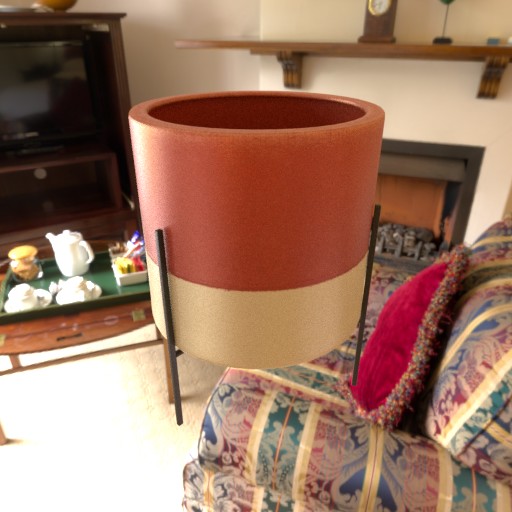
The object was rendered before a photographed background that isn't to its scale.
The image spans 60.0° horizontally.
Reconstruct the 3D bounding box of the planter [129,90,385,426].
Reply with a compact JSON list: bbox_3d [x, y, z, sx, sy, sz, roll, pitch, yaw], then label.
[{"bbox_3d":[0.000,0.000,0.717,0.345,0.465,0.354,-8,28,-15],"label":"planter"}]
